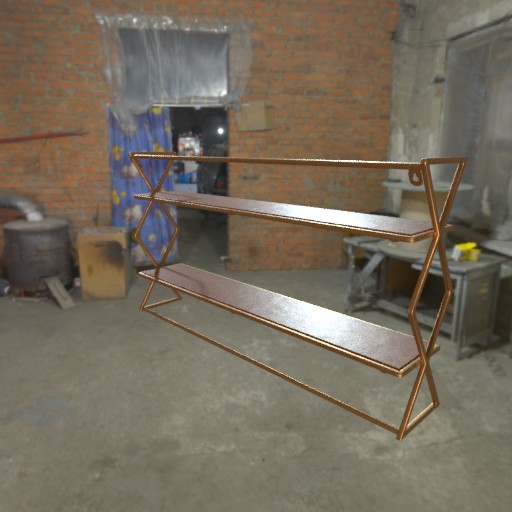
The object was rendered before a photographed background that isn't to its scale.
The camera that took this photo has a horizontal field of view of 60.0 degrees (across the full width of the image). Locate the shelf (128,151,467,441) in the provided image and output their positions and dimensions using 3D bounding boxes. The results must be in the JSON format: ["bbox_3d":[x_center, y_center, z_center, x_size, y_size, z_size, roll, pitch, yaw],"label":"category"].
[{"bbox_3d":[0.000,0.000,1.002,0.150,0.450,0.822,-13,19,-43],"label":"shelf"}]
